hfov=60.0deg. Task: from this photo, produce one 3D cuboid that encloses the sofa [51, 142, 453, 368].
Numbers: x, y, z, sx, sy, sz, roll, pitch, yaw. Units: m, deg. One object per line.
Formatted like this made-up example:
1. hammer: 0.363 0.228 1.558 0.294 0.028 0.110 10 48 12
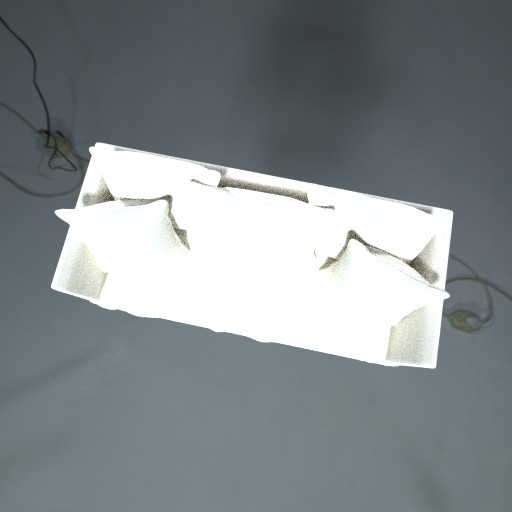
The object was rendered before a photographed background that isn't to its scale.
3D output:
1. sofa: 0.000 0.000 2.880 2.290 1.034 1.031 11 77 3
